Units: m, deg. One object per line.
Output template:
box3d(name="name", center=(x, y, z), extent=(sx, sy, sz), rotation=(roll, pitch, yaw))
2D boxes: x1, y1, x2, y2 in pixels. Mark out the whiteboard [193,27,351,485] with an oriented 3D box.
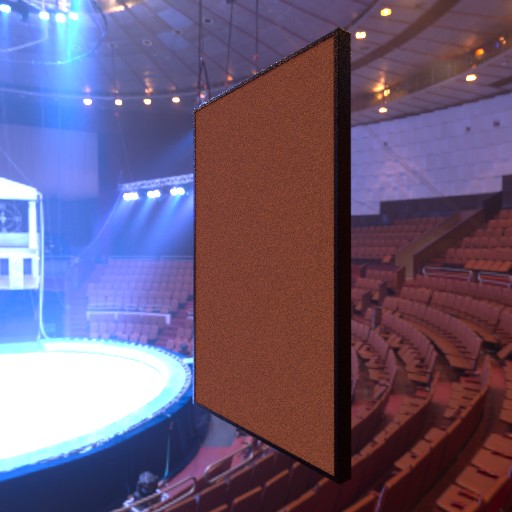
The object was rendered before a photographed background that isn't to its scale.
box3d(name="whiteboard", center=(0.000, 0.000, 0.760), extent=(0.026, 0.611, 0.406), rotation=(0, 0, -36))
